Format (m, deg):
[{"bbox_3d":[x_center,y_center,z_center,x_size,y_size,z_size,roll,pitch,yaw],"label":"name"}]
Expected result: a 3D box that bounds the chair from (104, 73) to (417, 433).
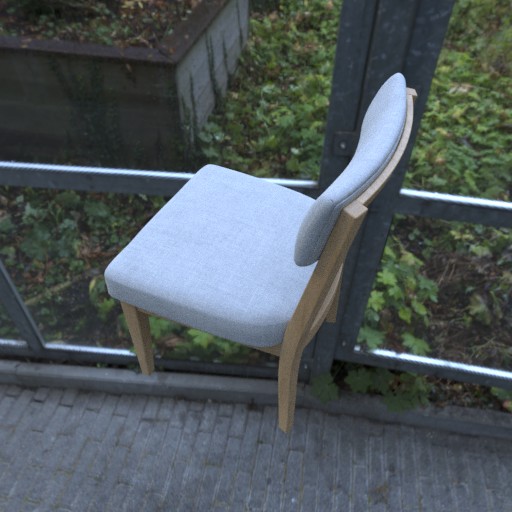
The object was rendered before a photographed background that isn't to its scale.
[{"bbox_3d":[0.000,0.000,1.123,0.572,0.832,0.508,18,48,17],"label":"chair"}]
